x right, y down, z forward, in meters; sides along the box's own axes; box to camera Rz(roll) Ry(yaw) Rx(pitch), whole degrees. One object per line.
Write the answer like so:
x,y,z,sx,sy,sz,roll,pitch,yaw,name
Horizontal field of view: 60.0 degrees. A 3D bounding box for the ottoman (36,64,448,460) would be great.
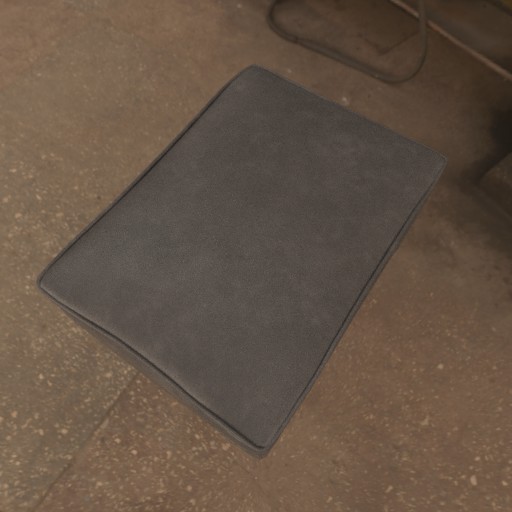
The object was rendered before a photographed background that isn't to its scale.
0.000,0.000,1.085,0.554,0.445,0.756,32,68,15,ottoman
